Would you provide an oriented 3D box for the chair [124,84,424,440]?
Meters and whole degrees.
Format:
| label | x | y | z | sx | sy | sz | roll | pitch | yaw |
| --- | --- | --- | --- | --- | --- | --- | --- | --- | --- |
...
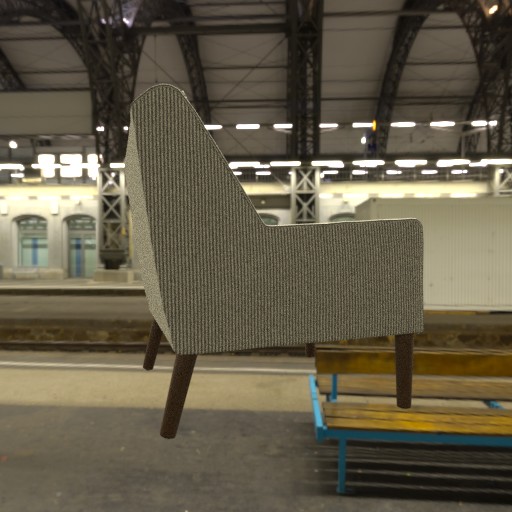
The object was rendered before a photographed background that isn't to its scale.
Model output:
| label | x | y | z | sx | sy | sz | roll | pitch | yaw |
| --- | --- | --- | --- | --- | --- | --- | --- | --- | --- |
| chair | 0.000 | 0.000 | 1.327 | 0.743 | 0.792 | 0.663 | 0 | 1 | -18 |
